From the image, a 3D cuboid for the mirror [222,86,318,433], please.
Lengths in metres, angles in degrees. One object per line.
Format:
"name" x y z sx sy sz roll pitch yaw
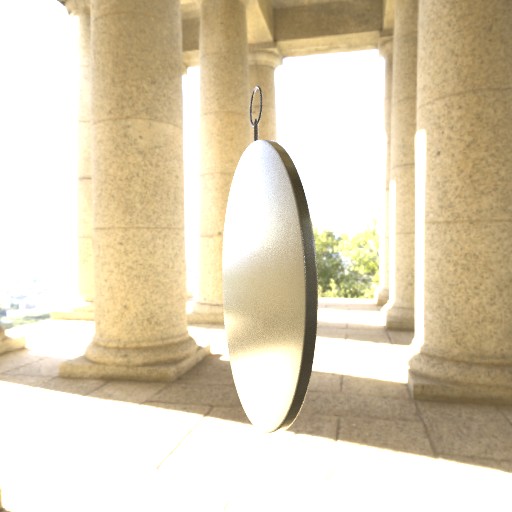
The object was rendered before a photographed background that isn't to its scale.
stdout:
"mirror" 0.000 0.000 0.943 0.020 0.713 0.594 0 1 -16
